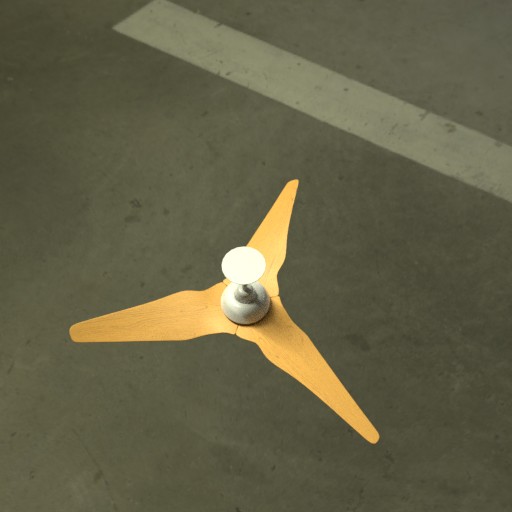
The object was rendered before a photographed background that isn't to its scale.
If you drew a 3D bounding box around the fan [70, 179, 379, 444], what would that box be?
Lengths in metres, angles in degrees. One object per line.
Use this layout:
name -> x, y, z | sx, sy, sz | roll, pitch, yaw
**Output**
fan -> 0.000, 0.000, 1.677 | 1.142, 0.355, 1.010 | 15, 59, 9
